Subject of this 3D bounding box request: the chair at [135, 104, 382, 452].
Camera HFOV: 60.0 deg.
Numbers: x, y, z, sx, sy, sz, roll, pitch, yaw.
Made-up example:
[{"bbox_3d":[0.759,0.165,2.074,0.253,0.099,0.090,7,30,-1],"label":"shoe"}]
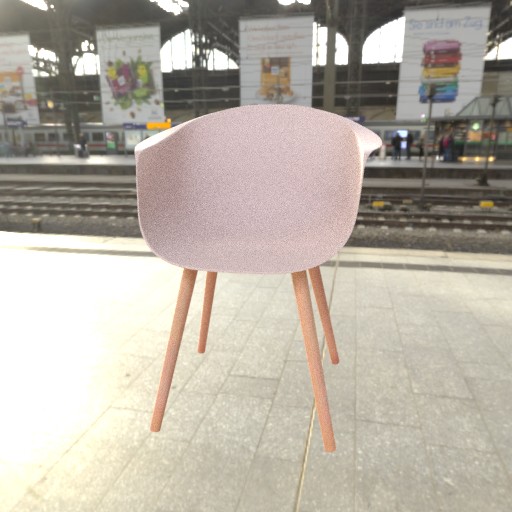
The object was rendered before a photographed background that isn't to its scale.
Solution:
[{"bbox_3d":[0.000,0.000,1.144,0.593,0.781,0.504,3,15,10],"label":"chair"}]
